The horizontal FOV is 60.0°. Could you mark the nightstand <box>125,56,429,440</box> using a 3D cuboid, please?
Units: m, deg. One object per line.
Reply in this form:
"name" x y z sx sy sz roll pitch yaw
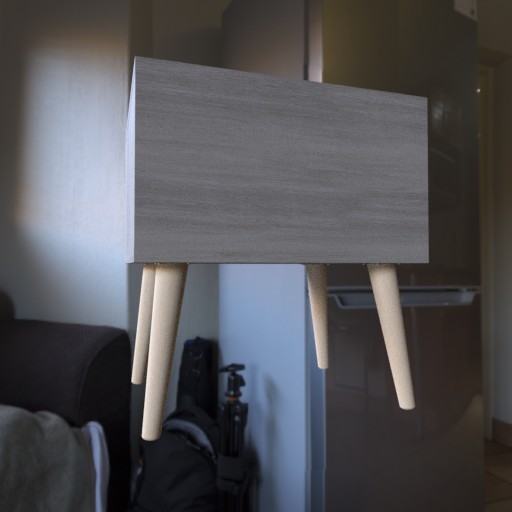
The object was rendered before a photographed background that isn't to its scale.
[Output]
"nightstand" 0.000 0.000 0.811 0.450 0.500 0.380 0 -1 -18
